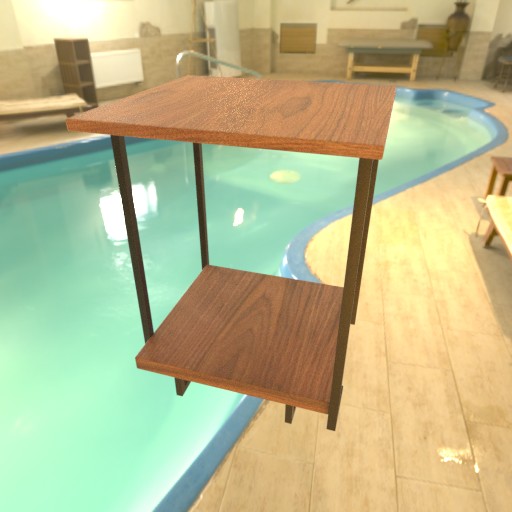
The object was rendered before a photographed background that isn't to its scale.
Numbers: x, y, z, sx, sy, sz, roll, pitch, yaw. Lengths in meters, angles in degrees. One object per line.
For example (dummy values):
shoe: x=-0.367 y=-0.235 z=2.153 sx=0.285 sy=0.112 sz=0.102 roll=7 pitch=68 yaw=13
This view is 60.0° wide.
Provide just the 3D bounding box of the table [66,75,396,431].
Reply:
table: x=0.000 y=0.000 z=0.836 sx=0.411 sy=0.567 sz=0.384 roll=9 pitch=32 yaw=15
